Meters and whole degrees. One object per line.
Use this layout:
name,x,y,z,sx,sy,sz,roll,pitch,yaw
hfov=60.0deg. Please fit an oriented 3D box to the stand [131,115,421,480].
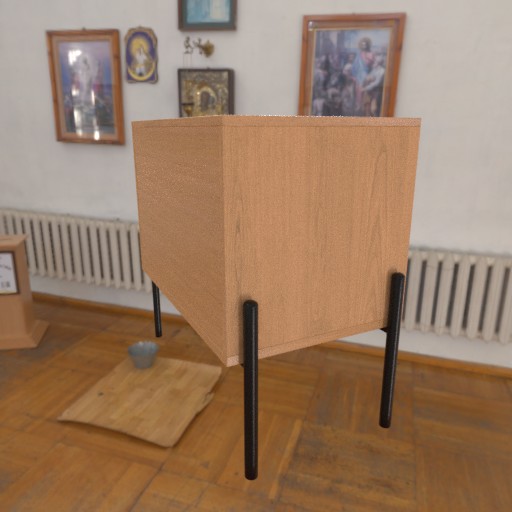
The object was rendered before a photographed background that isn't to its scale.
stand,0.000,0.000,1.022,0.400,0.600,0.630,-8,18,-26
